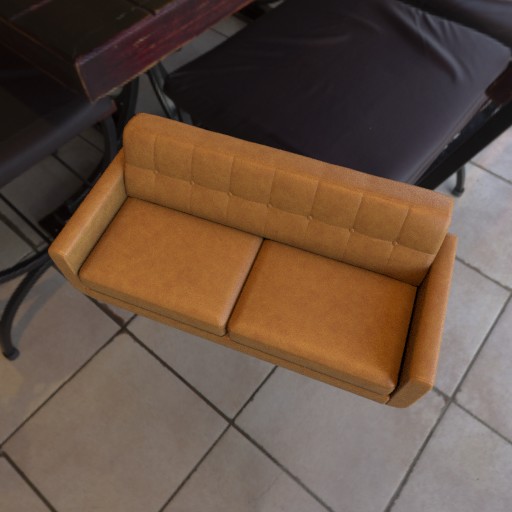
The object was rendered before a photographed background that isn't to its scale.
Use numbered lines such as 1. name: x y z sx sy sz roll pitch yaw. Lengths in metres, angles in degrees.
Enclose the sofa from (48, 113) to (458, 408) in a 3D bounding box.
1. sofa: 0.000 0.000 2.624 2.137 0.892 0.980 18 60 11
